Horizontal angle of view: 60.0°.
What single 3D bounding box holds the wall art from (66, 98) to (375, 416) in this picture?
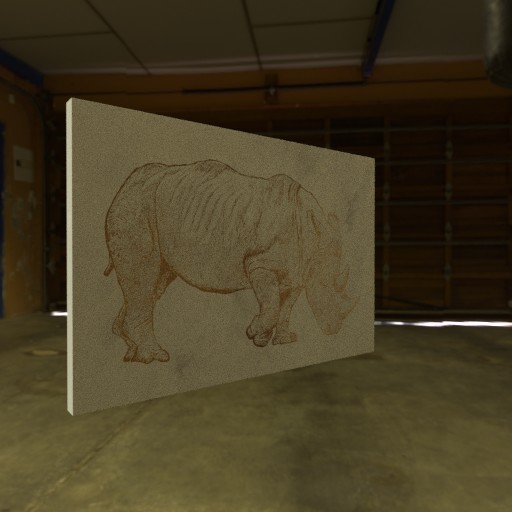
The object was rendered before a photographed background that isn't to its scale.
[{"bbox_3d":[0.000,0.000,1.142,0.915,0.610,0.038,0,1,-37],"label":"wall art"}]
